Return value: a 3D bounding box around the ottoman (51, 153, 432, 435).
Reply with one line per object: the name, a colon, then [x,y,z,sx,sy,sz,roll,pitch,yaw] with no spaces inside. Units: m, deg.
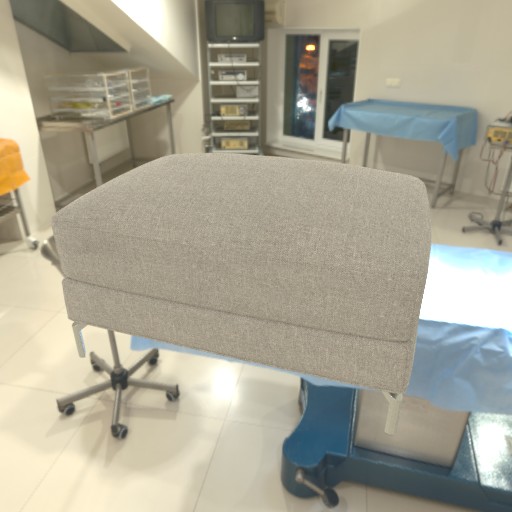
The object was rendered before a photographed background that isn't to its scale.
ottoman: [0.000,0.000,1.184,0.838,0.457,0.584,9,29,16]
